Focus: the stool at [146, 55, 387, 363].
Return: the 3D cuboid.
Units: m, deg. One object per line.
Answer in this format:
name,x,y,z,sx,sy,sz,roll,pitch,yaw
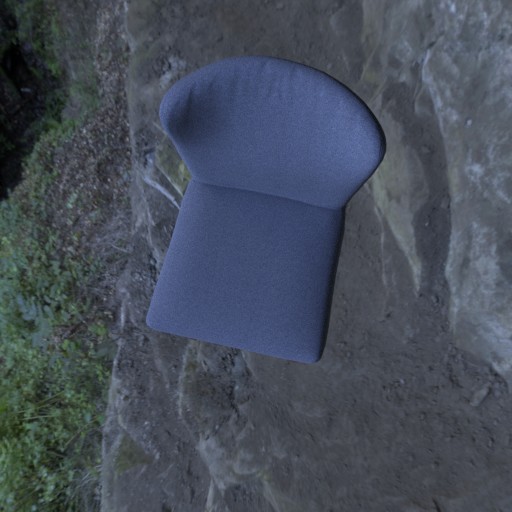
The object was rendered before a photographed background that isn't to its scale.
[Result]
stool,0.000,0.000,1.341,0.481,1.069,0.568,12,75,3
